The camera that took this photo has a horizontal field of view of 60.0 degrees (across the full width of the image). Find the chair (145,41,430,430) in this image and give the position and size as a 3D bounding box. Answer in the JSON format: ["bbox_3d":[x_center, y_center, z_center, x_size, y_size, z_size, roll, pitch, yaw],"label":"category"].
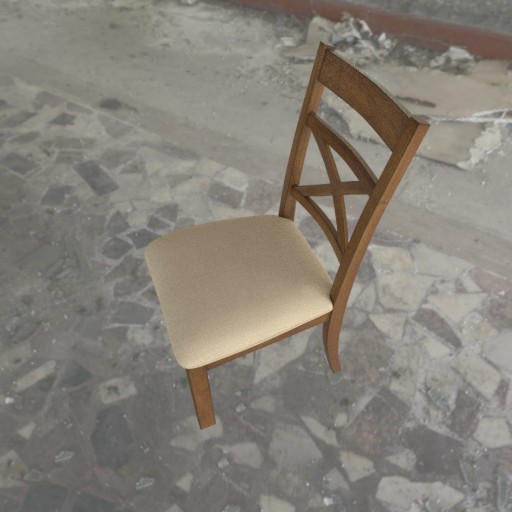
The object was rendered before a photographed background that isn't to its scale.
[{"bbox_3d":[0.000,0.000,1.245,0.581,0.949,0.461,-16,49,-14],"label":"chair"}]
